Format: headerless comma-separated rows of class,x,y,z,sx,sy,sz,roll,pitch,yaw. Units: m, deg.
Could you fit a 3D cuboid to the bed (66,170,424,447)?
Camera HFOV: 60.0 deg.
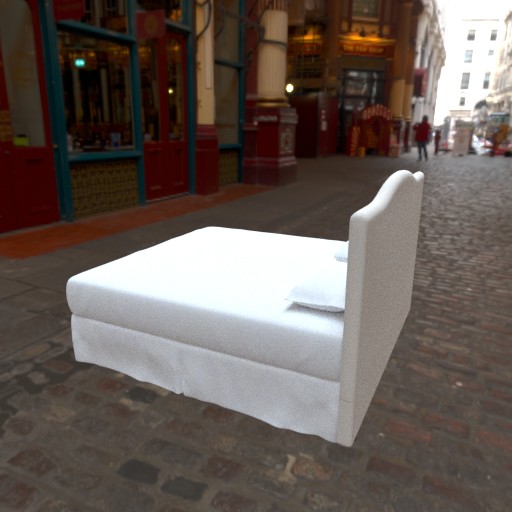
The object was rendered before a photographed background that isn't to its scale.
bed,0.000,0.000,3.515,2.182,1.421,2.083,8,18,26
